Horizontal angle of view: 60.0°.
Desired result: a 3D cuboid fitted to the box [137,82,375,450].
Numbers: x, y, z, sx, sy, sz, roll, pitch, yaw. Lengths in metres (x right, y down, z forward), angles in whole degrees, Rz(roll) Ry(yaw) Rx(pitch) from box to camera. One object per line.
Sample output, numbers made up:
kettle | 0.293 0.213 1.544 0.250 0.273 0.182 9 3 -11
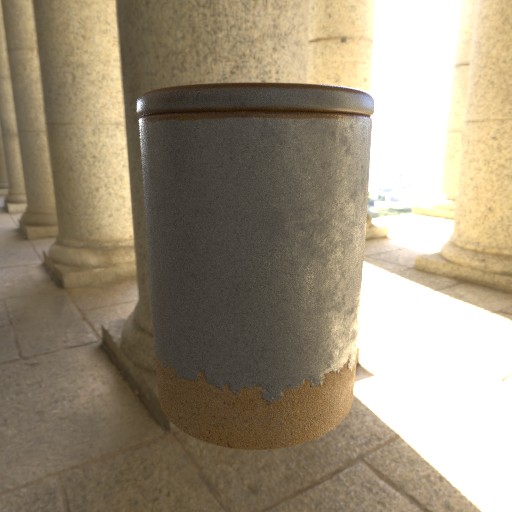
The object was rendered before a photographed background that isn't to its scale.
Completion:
box | 0.000 0.000 0.246 0.118 0.168 0.118 0 14 0
